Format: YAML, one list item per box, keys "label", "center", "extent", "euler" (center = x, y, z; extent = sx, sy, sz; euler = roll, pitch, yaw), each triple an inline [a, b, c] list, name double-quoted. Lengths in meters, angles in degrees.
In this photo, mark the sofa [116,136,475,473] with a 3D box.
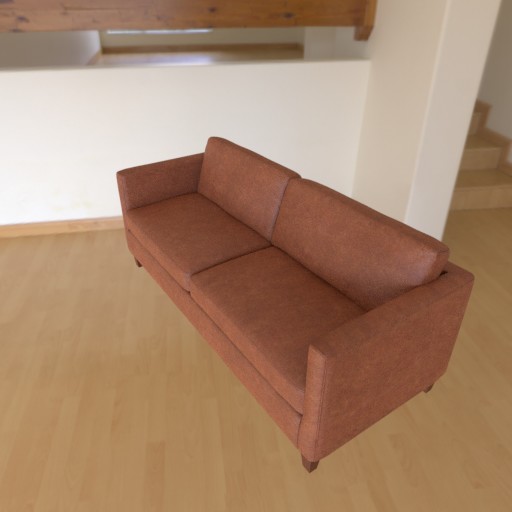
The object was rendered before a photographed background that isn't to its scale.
- label: "sofa"
  center: [0.000, 0.000, 2.694]
  extent: [0.950, 0.932, 2.204]
  euler: [-20, 37, -29]
